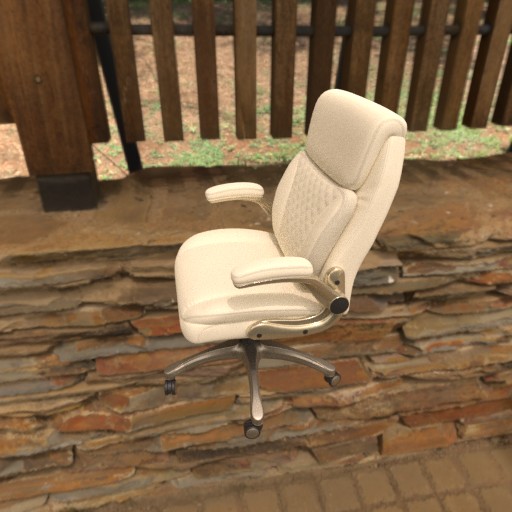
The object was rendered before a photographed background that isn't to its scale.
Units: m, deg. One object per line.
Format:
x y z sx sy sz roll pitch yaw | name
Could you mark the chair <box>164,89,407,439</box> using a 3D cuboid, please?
0.000 0.000 1.657 0.794 1.110 0.740 -8 30 -13 | chair
